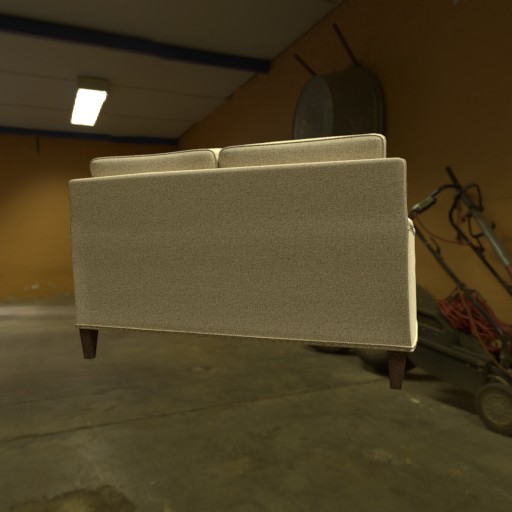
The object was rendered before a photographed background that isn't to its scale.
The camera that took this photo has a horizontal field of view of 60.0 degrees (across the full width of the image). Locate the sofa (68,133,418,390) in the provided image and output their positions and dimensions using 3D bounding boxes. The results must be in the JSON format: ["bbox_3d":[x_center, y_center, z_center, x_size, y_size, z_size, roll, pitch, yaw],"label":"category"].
[{"bbox_3d":[0.000,0.000,2.322,1.597,1.003,1.084,0,1,19],"label":"sofa"}]
